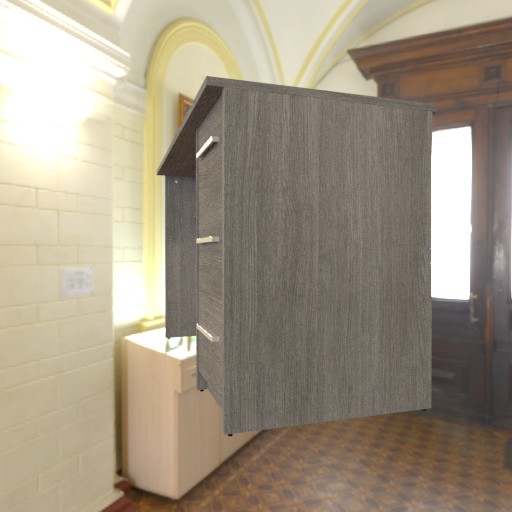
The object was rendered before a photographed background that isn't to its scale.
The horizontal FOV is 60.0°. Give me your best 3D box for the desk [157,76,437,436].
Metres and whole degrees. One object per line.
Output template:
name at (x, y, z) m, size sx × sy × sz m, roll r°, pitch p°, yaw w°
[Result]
desk at (0.000, 0.000, 1.501) m, size 0.560 × 0.735 × 1.097 m, roll 0°, pitch 1°, yaw -18°
